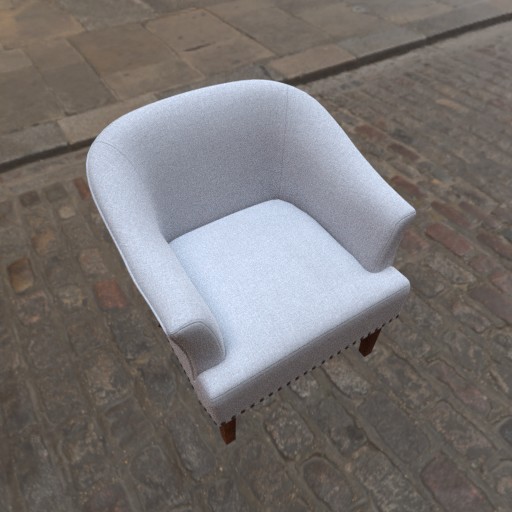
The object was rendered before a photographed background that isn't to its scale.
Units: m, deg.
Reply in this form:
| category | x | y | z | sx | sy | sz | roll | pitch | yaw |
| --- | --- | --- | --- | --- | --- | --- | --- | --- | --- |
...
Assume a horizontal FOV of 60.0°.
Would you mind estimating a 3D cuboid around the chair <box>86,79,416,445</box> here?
| category | x | y | z | sx | sy | sz | roll | pitch | yaw |
| --- | --- | --- | --- | --- | --- | --- | --- | --- | --- |
| chair | 0.000 | 0.000 | 1.405 | 0.798 | 0.815 | 0.704 | -25 | 51 | -22 |
